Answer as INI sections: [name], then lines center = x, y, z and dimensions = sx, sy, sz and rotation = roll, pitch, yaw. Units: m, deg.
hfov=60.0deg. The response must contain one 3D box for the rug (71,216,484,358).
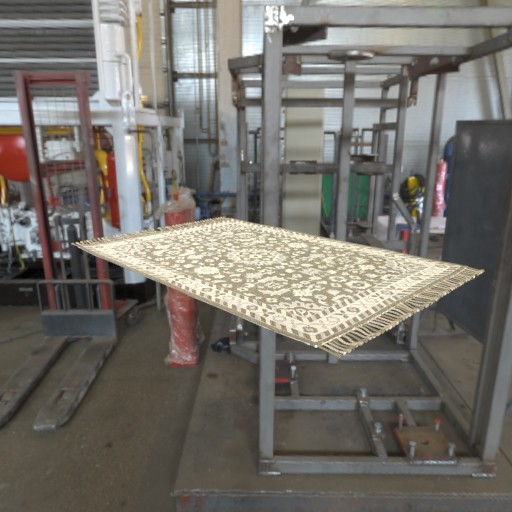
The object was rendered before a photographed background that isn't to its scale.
[rug]
center = 0.000, 0.000, 3.001
dimensions = 1.530, 0.025, 2.431
rotation = -15, 22, -43
